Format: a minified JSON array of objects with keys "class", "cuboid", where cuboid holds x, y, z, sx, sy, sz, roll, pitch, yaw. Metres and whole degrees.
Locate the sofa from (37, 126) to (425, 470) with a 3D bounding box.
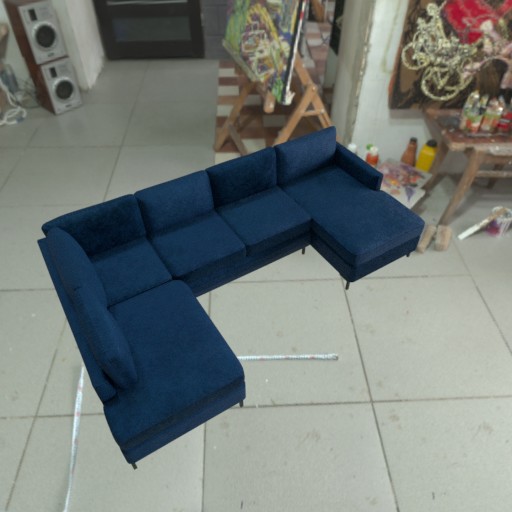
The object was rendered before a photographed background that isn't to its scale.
[{"class":"sofa","cuboid":[0.000,0.000,4.166,3.434,0.992,2.055,-24,50,-22]}]
